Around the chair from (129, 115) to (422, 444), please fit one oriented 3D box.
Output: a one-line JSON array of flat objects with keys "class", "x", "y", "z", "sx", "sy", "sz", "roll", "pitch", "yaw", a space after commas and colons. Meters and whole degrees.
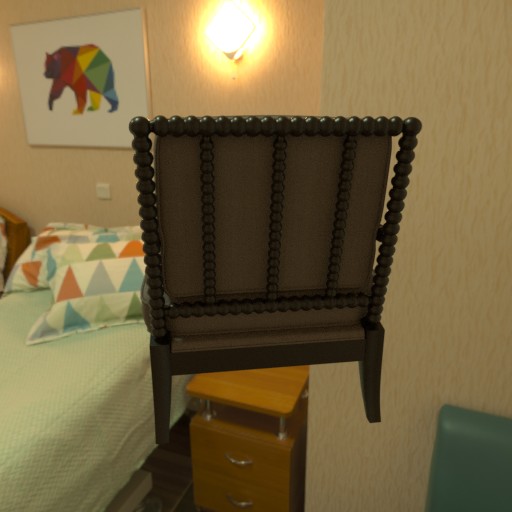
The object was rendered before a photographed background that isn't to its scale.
[{"class": "chair", "x": 0.000, "y": 0.000, "z": 1.105, "sx": 0.540, "sy": 0.661, "sz": 0.622, "roll": -2, "pitch": 17, "yaw": -8}]
